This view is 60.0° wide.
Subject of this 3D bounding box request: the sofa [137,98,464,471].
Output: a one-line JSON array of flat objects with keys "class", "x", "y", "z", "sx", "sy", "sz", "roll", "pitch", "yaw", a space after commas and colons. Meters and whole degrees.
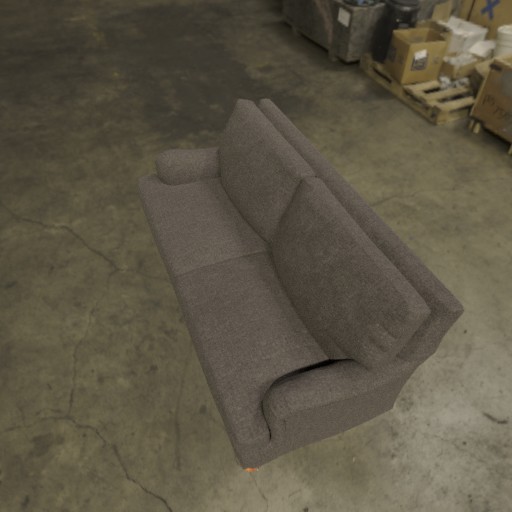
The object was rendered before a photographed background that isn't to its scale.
[{"class": "sofa", "x": 0.000, "y": 0.000, "z": 2.744, "sx": 1.087, "sy": 1.054, "sz": 2.160, "roll": -17, "pitch": 48, "yaw": -16}]
